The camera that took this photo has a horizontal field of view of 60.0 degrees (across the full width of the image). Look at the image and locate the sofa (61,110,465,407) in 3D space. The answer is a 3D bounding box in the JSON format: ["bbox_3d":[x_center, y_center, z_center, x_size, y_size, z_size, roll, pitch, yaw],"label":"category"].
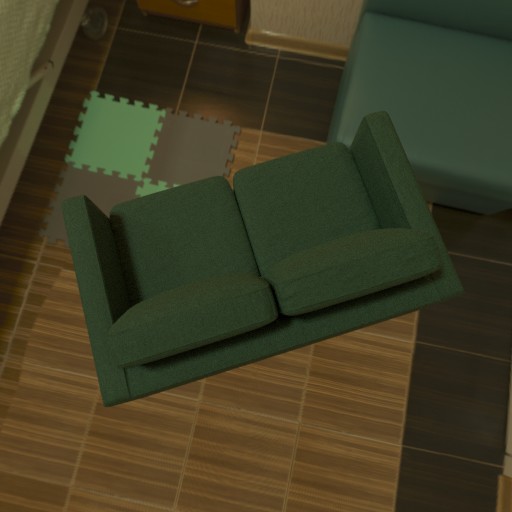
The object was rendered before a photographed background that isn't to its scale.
[{"bbox_3d":[0.000,0.000,1.989,1.430,0.899,0.879,-17,77,-4],"label":"sofa"}]
